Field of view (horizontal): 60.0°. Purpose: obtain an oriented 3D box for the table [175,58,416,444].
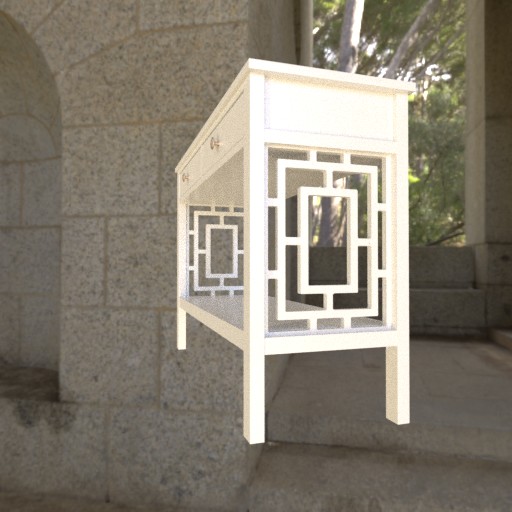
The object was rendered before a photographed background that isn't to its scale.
[{"bbox_3d":[0.000,0.000,1.419,0.397,0.753,1.068,0,-1,-18],"label":"table"}]
